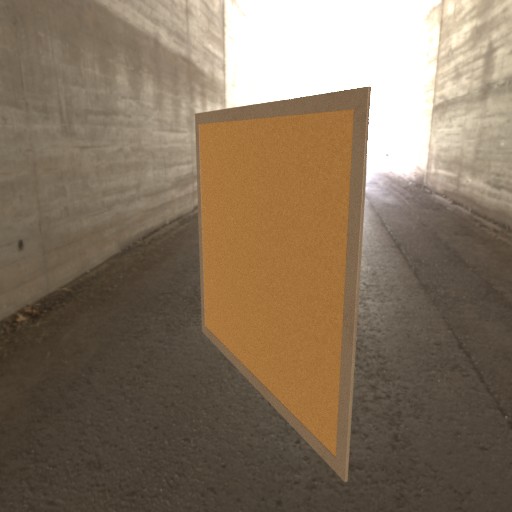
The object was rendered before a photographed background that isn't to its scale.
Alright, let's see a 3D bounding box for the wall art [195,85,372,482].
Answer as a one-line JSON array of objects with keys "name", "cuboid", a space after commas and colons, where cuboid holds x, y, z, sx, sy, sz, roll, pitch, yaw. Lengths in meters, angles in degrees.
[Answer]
[{"name": "wall art", "cuboid": [0.000, 0.000, 1.644, 0.025, 1.067, 1.168, -7, 16, -26]}]
